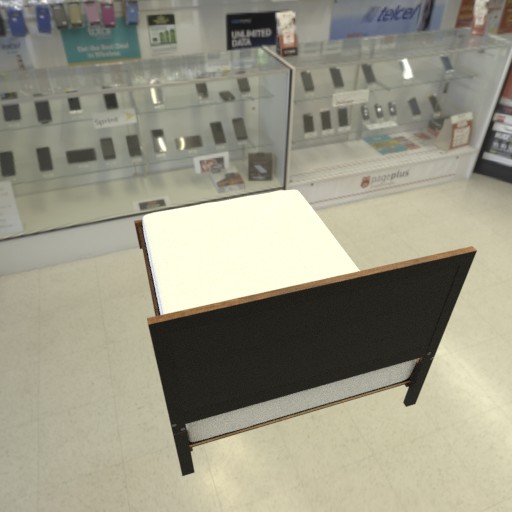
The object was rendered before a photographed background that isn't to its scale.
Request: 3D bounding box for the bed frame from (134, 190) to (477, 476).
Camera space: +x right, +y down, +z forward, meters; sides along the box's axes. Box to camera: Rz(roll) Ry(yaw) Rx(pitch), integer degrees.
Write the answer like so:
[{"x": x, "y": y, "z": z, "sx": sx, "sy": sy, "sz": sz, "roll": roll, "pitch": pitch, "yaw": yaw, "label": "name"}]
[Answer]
[{"x": 0.000, "y": 0.000, "z": 3.393, "sx": 1.696, "sy": 1.417, "sz": 2.276, "roll": -11, "pitch": 40, "yaw": -14, "label": "bed frame"}]
